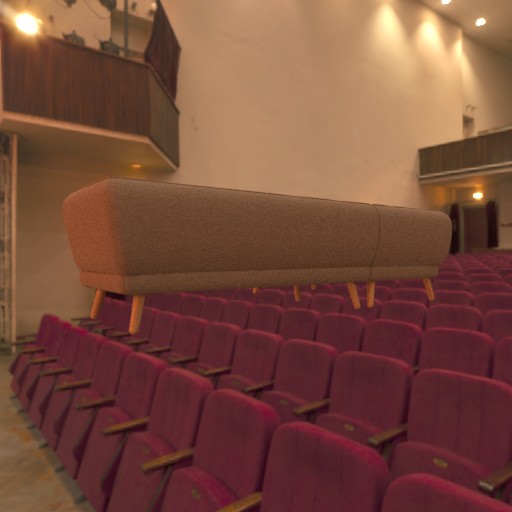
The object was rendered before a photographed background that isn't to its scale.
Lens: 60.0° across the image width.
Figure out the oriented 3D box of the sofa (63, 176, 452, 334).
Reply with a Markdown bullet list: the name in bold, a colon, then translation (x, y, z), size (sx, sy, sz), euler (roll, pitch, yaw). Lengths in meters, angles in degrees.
- **sofa**: translation (0.000, 0.000, 3.202), size (2.653, 0.693, 1.532), euler (0, 0, -37)
